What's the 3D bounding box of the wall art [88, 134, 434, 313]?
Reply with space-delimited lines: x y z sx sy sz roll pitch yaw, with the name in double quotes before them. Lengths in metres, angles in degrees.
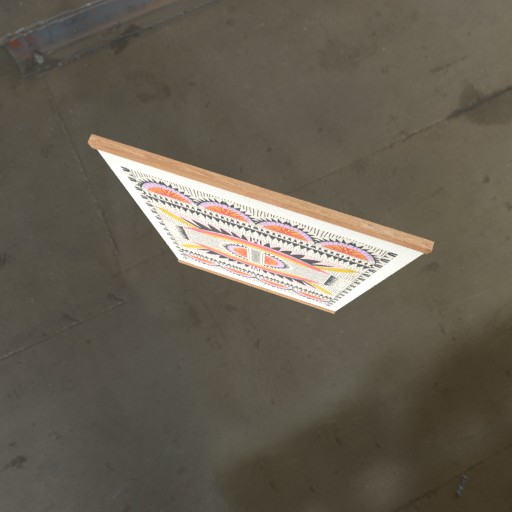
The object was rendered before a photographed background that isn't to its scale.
"wall art" 0.000 0.000 1.968 0.999 1.533 0.028 18 77 4
